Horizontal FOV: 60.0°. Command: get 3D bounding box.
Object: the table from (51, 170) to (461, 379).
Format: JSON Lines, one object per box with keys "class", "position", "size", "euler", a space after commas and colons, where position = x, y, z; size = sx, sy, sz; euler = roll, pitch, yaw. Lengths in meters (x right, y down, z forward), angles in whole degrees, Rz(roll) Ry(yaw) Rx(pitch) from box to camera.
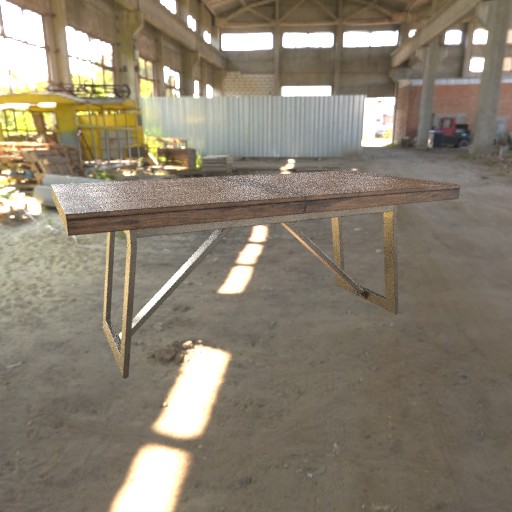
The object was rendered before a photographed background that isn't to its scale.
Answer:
{"class": "table", "position": [0.000, 0.000, 2.362], "size": [1.867, 0.757, 0.931], "euler": [-8, 18, -26]}
